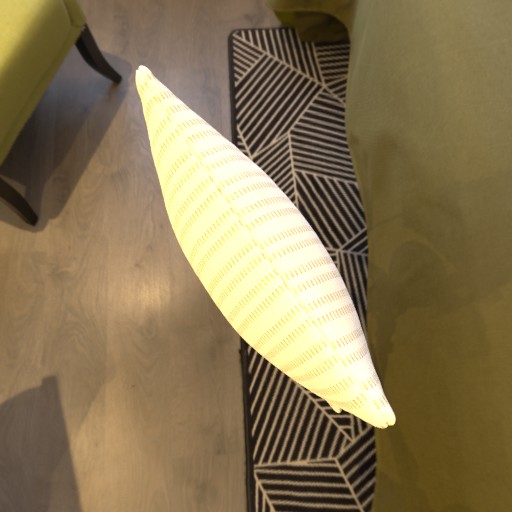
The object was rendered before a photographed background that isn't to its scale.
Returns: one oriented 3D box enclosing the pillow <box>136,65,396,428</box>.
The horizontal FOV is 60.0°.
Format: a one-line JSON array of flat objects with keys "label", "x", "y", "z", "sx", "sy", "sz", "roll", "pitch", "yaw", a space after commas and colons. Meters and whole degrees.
[{"label": "pillow", "x": 0.000, "y": 0.000, "z": 0.785, "sx": 0.210, "sy": 0.353, "sz": 0.640, "roll": -33, "pitch": 77, "yaw": -8}]
